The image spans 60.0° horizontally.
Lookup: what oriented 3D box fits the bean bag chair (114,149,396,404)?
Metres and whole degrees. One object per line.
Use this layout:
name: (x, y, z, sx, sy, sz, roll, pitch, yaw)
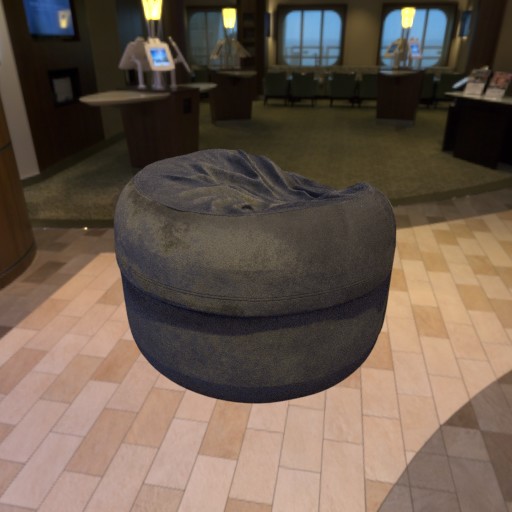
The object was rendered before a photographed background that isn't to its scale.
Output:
bean bag chair: (0.000, 0.000, 1.525, 0.918, 0.605, 0.918, 0, 26, 0)
